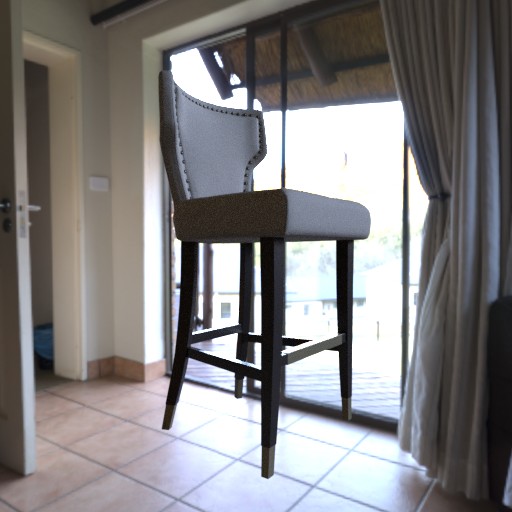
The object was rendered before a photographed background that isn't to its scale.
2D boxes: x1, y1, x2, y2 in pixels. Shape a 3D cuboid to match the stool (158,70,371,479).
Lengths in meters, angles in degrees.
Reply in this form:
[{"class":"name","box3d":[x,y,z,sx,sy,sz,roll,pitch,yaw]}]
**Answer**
[{"class":"stool","box3d":[0.000,0.000,1.404,0.563,1.092,0.526,1,1,37]}]
